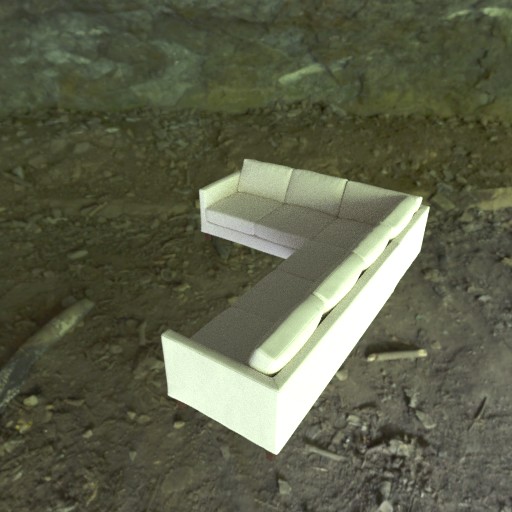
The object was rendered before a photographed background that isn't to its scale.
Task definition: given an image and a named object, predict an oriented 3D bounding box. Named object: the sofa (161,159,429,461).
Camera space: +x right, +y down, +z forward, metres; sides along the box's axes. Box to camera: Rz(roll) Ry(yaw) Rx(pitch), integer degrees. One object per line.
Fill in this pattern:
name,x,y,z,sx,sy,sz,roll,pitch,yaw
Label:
sofa,0.000,0.000,4.344,2.432,0.863,3.182,18,35,29
